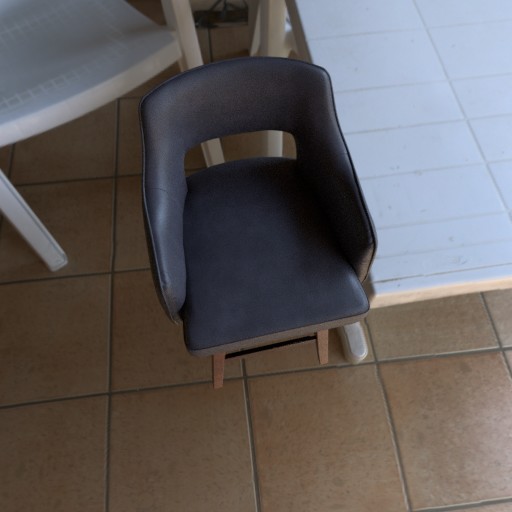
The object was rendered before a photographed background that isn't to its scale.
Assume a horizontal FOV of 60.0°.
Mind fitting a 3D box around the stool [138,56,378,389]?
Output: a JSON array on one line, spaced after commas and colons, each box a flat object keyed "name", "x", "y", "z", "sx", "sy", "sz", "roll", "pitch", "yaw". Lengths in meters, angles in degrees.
[{"name": "stool", "x": 0.000, "y": 0.000, "z": 1.296, "sx": 0.550, "sy": 0.936, "sz": 0.560, "roll": -11, "pitch": 64, "yaw": -6}]
